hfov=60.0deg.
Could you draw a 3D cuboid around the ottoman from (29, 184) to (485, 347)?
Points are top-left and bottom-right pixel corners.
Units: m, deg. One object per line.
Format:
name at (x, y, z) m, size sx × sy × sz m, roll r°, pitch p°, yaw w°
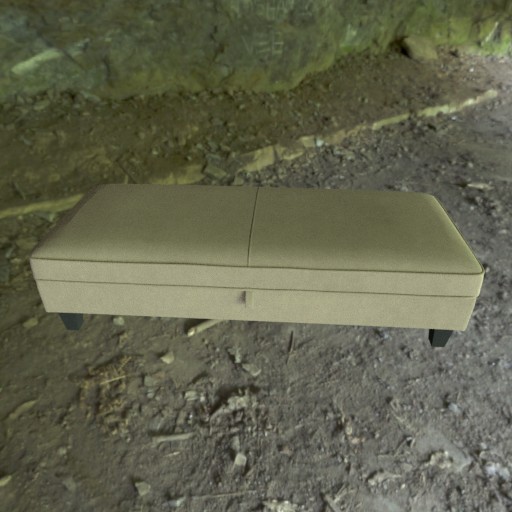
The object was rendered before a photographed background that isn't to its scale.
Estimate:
ottoman at (0.000, 0.000, 1.995) m, size 1.726 × 0.460 × 0.735 m, roll 2°, pitch 32°, yaw 3°
